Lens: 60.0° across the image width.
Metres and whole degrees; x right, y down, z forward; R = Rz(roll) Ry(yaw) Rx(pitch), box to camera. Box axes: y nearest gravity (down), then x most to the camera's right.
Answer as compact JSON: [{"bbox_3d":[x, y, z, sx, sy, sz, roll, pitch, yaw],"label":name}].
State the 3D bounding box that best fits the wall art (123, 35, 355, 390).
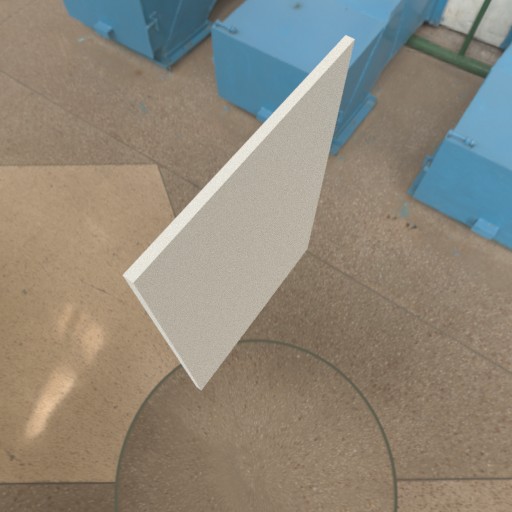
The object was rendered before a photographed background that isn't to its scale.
[{"bbox_3d":[0.000,0.000,0.690,0.013,0.533,0.381,33,68,15],"label":"wall art"}]
